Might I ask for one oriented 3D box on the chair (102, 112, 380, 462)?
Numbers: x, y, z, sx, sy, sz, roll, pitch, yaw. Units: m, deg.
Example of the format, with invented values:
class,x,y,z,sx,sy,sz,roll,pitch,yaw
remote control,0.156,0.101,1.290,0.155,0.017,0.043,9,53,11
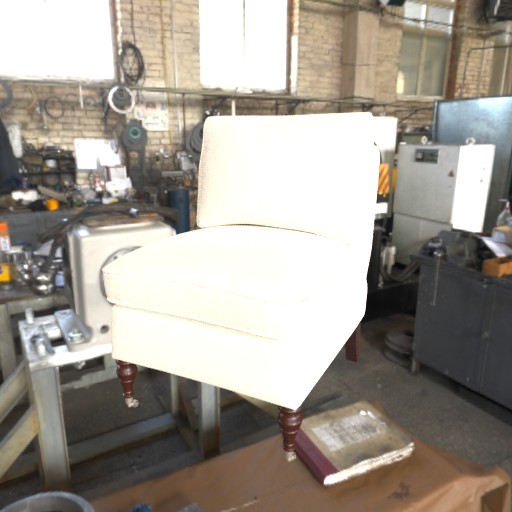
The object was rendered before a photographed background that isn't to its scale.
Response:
class,x,y,z,sx,sy,sz,roll,pitch,yaw
chair,0.000,0.000,1.424,0.630,0.887,0.781,7,17,26
